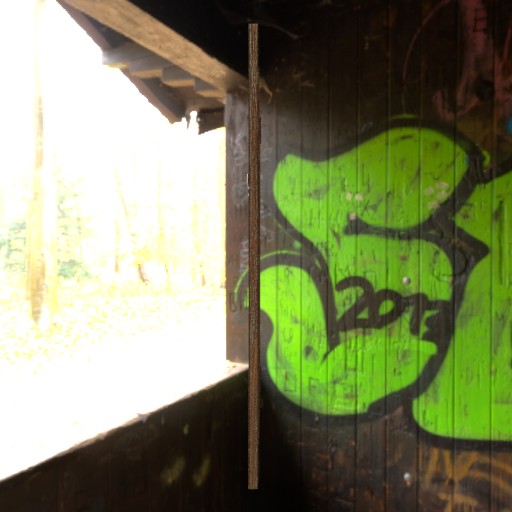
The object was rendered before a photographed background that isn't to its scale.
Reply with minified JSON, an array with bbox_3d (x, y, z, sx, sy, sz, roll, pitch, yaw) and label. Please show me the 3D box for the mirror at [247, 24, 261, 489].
[{"bbox_3d":[0.000,0.000,1.300,0.025,0.996,0.705,0,0,1],"label":"mirror"}]
